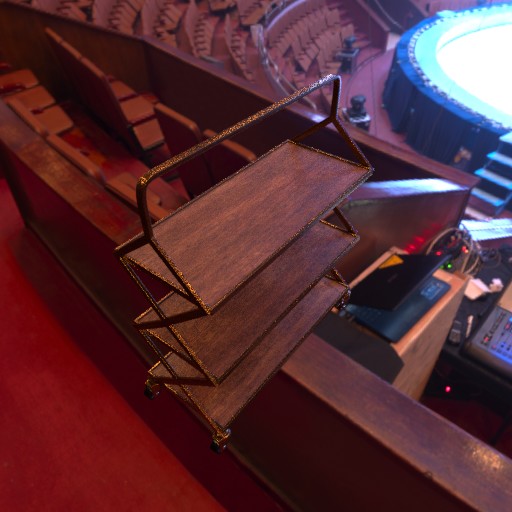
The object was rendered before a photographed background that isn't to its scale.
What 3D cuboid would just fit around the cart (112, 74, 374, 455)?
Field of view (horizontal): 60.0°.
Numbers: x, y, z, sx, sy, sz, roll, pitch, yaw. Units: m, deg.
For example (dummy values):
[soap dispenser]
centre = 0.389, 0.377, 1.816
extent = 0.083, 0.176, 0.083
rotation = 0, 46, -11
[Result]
[cart]
centre = 0.000, 0.000, 1.220
extent = 0.313, 0.805, 0.723
rotation = 27, 48, 28
